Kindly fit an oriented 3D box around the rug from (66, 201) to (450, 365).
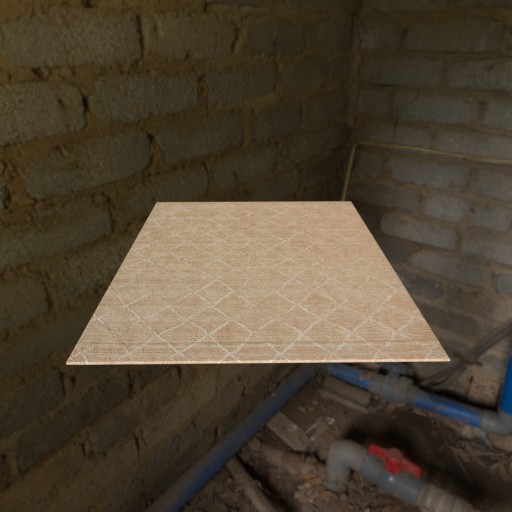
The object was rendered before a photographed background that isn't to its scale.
[{"bbox_3d":[0.000,0.000,4.153,2.420,0.019,3.039,0,26,-1],"label":"rug"}]
